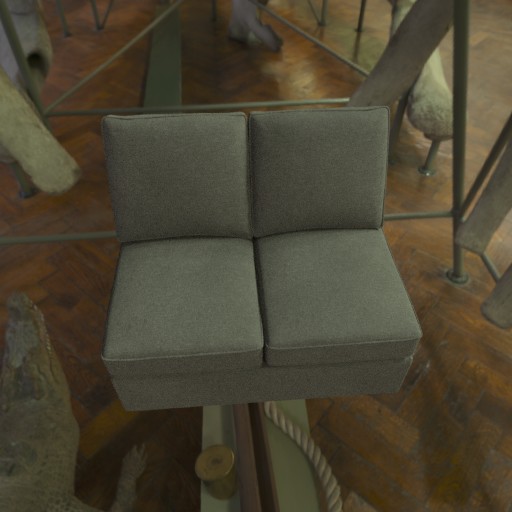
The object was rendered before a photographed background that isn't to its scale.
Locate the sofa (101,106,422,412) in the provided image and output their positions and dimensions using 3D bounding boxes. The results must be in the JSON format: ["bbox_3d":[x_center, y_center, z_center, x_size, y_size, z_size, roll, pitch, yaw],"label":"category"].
[{"bbox_3d":[0.000,0.000,1.945,1.237,1.008,0.951,-3,46,-3],"label":"sofa"}]
